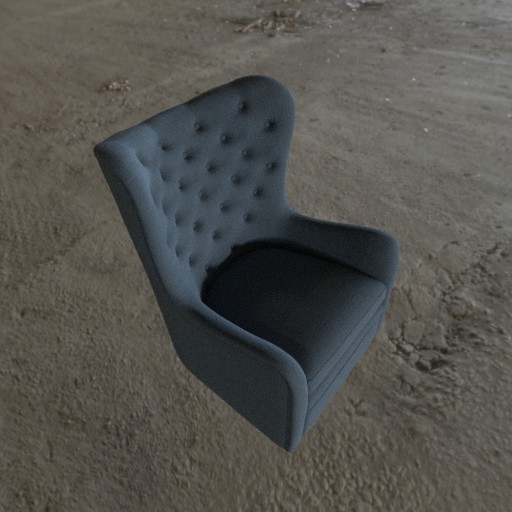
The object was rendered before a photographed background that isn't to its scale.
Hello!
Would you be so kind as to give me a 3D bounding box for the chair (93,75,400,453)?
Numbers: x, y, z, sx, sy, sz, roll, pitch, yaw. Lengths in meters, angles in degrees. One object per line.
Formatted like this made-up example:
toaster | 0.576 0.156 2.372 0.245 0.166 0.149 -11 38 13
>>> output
chair | 0.000 0.000 1.759 0.930 1.079 0.831 27 49 27
